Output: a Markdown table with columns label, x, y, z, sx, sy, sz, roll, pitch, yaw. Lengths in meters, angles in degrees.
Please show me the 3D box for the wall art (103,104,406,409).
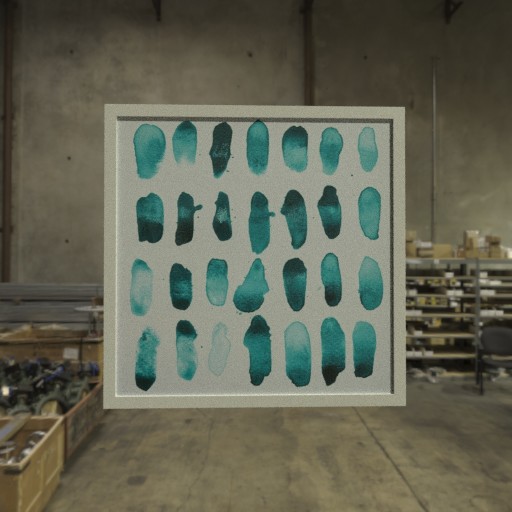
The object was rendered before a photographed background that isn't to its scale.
| label | x | y | z | sx | sy | sz | roll | pitch | yaw |
| --- | --- | --- | --- | --- | --- | --- | --- | --- | --- |
| wall art | 0.000 | 0.000 | 1.199 | 0.812 | 0.813 | 0.013 | 0 | -1 | -2 |
